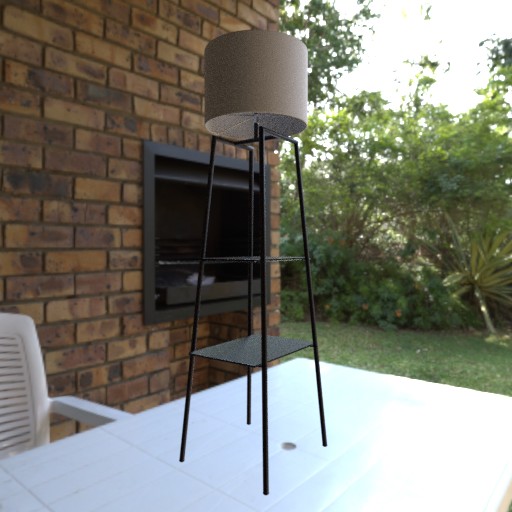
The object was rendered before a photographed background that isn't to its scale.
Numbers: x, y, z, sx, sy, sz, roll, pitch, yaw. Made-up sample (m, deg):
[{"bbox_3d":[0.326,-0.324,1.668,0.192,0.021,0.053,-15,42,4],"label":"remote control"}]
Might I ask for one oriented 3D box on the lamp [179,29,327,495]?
[{"bbox_3d":[0.000,0.000,1.636,0.384,1.474,0.427,1,2,35],"label":"lamp"}]
